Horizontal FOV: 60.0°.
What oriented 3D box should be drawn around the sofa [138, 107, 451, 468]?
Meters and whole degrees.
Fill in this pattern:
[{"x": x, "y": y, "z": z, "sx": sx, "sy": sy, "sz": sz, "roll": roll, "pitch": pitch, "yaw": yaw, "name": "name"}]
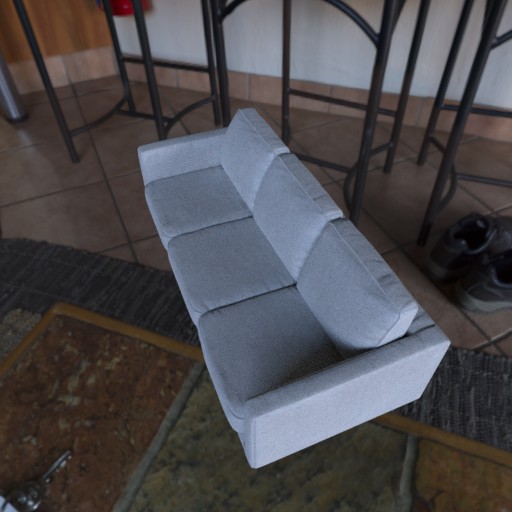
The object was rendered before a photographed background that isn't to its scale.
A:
[{"x": 0.000, "y": 0.000, "z": 2.528, "sx": 0.944, "sy": 0.918, "sz": 1.983, "roll": -17, "pitch": 48, "yaw": -15, "name": "sofa"}]
